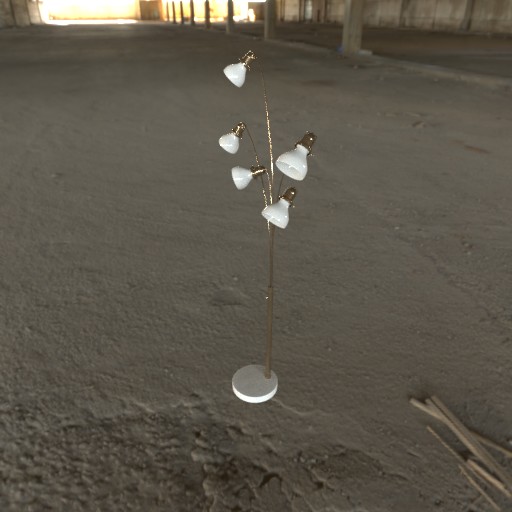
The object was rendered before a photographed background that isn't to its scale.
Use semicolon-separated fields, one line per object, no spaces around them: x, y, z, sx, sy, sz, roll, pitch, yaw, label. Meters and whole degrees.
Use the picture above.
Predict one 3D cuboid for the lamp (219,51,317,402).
0.000;0.000;2.960;0.361;2.423;1.405;-8;30;-13;lamp
